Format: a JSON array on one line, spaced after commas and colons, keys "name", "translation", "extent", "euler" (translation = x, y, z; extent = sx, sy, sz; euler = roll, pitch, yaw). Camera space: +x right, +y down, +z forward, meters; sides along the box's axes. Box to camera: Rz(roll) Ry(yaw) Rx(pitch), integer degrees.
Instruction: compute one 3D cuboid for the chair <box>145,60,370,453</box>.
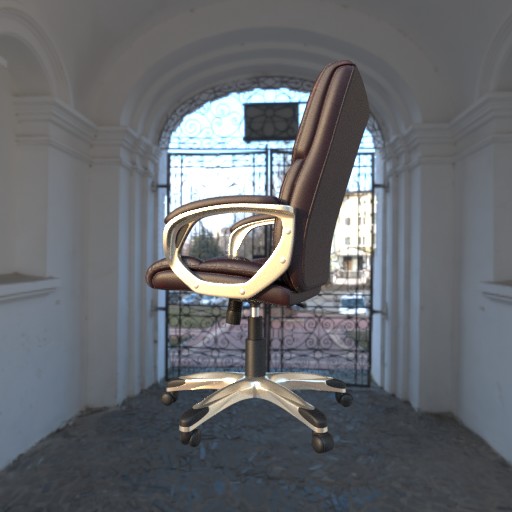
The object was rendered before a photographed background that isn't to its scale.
[{"name": "chair", "translation": [0.000, 0.000, 1.538], "extent": [0.739, 1.107, 0.662], "euler": [0, 0, 19]}]
